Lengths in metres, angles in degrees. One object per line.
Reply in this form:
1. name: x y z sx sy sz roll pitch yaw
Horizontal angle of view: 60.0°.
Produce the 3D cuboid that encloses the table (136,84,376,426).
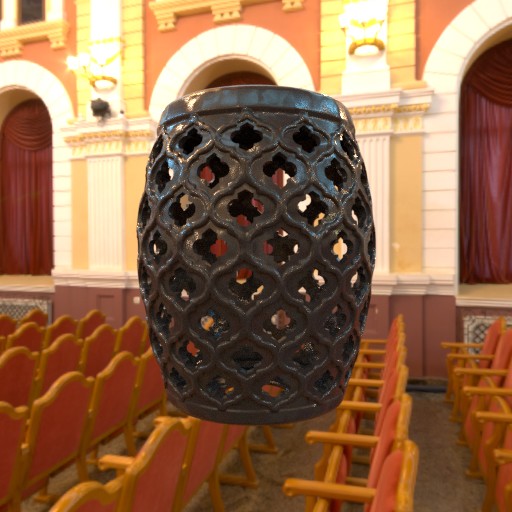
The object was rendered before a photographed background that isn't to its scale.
1. table: 0.000 0.000 0.623 0.325 0.388 0.325 0 1 0
